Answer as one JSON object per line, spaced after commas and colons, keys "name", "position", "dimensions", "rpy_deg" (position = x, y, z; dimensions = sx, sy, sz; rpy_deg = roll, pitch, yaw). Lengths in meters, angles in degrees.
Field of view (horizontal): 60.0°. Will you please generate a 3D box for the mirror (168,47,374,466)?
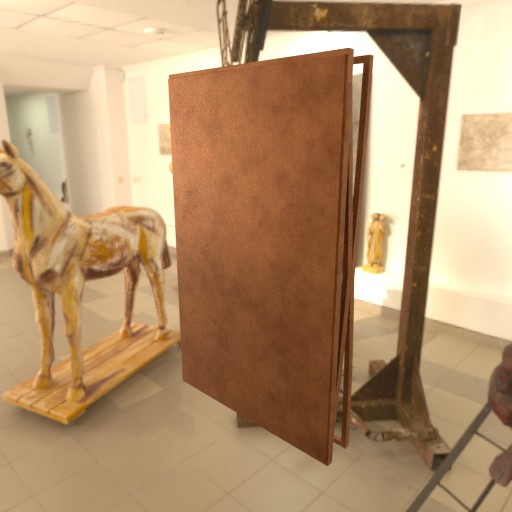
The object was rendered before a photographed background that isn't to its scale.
{"name": "mirror", "position": [0.000, 0.000, 0.965], "dimensions": [0.468, 0.768, 0.082], "rpy_deg": [14, 20, 41]}
